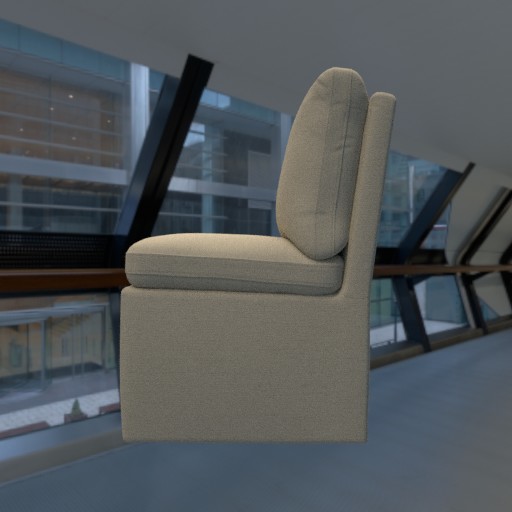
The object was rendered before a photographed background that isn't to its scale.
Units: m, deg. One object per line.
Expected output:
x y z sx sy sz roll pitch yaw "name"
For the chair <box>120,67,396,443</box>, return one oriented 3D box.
0.000 0.000 1.315 0.698 0.927 0.503 0 1 1 "chair"
